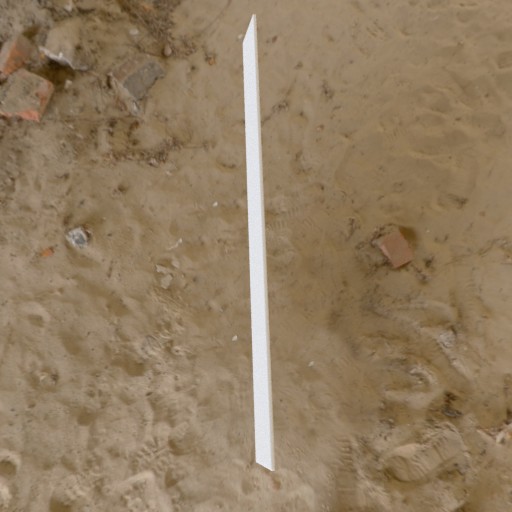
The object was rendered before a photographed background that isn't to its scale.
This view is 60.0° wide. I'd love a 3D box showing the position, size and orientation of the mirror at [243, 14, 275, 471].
[{"bbox_3d":[0.000,0.000,1.109,0.030,0.630,0.870,-2,74,-1],"label":"mirror"}]
